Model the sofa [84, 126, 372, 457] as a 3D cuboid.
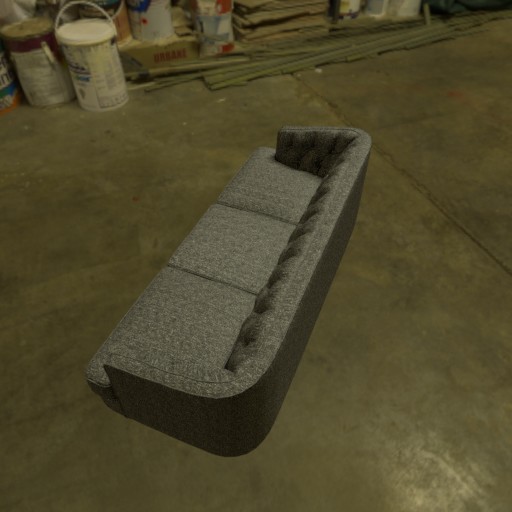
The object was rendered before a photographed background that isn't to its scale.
[{"bbox_3d":[0.000,0.000,2.798,0.941,0.855,2.278,17,48,16],"label":"sofa"}]
